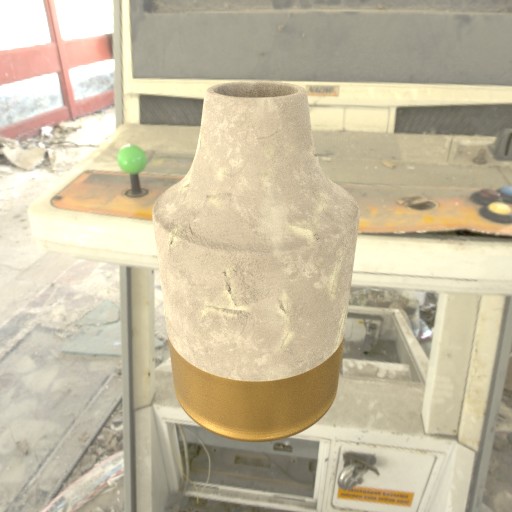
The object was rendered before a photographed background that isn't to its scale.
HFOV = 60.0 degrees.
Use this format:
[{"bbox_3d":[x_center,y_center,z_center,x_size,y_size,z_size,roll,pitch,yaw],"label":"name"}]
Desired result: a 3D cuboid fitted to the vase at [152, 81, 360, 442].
[{"bbox_3d":[0.000,0.000,0.426,0.184,0.305,0.184,0,30,0],"label":"vase"}]
